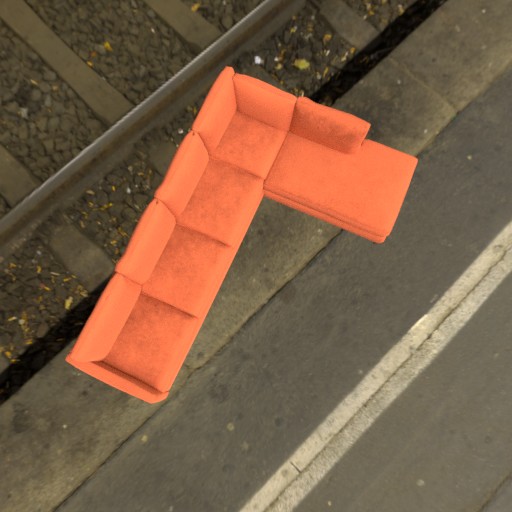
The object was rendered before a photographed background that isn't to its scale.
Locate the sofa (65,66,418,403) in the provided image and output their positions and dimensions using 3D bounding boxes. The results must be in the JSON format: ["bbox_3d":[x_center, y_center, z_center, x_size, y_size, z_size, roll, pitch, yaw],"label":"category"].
[{"bbox_3d":[0.000,0.000,3.617,1.879,0.757,2.736,24,78,6],"label":"sofa"}]
